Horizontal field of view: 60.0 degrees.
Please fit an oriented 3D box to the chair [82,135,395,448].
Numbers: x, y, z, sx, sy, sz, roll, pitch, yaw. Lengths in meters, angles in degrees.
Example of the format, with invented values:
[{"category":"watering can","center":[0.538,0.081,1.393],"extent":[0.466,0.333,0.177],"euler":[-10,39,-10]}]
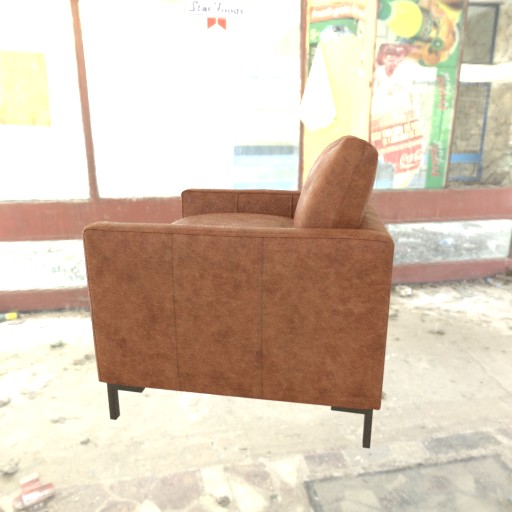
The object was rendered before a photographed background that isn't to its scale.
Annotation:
[{"category":"chair","center":[0.000,0.000,1.652],"extent":[0.862,0.869,0.967],"euler":[3,15,9]}]
